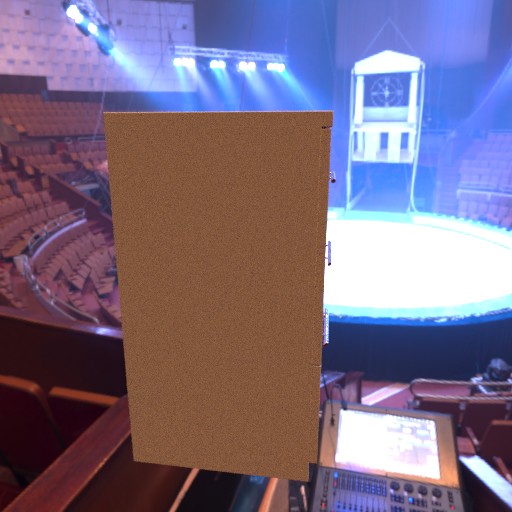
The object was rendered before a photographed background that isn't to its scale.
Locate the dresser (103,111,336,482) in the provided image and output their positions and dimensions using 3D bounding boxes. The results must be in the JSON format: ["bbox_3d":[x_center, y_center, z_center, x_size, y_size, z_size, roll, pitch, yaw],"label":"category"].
[{"bbox_3d":[0.000,0.000,1.251,0.420,0.740,0.830,2,16,9],"label":"dresser"}]
